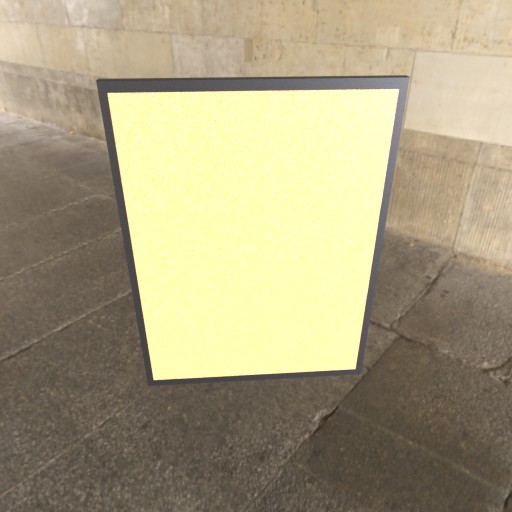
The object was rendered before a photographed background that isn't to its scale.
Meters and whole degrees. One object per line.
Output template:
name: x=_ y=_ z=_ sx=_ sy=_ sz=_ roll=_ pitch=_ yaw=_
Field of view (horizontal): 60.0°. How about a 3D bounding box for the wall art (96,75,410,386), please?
wall art: x=0.000 y=0.000 z=1.362 sx=0.774 sy=1.027 sz=0.030 roll=-2 pitch=30 yaw=-4
